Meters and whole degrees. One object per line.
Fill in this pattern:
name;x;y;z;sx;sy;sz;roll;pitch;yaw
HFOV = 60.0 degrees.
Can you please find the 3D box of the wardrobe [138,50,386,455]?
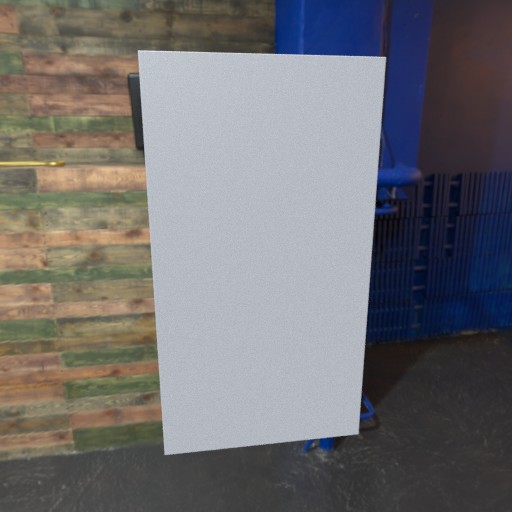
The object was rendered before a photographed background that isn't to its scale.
wardrobe;0.000;0.000;2.260;0.991;1.808;0.577;-2;16;-9
